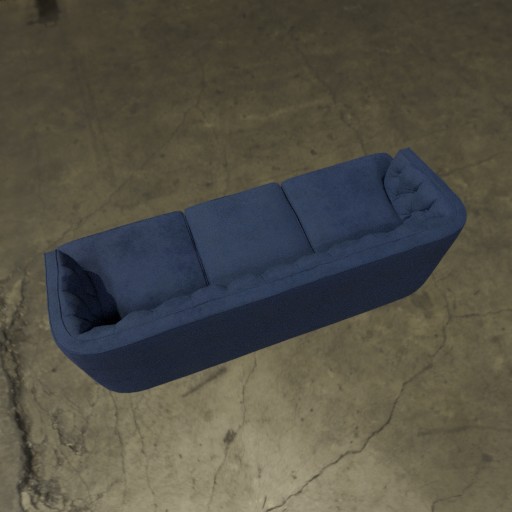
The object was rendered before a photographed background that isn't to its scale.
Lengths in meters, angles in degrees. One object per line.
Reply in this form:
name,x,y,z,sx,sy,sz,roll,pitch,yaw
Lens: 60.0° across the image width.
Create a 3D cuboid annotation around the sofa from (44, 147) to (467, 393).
sofa,0.000,0.000,2.670,2.278,0.855,0.941,-18,61,-10
